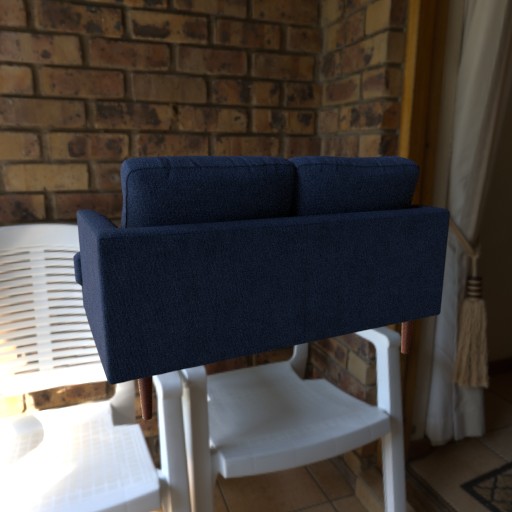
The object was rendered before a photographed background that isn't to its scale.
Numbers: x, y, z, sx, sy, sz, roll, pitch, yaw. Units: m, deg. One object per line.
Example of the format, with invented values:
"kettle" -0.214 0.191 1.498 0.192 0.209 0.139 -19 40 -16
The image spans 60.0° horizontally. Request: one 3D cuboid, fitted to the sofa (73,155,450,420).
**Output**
"sofa" 0.000 0.000 2.133 1.582 0.944 0.903 -6 14 -25
